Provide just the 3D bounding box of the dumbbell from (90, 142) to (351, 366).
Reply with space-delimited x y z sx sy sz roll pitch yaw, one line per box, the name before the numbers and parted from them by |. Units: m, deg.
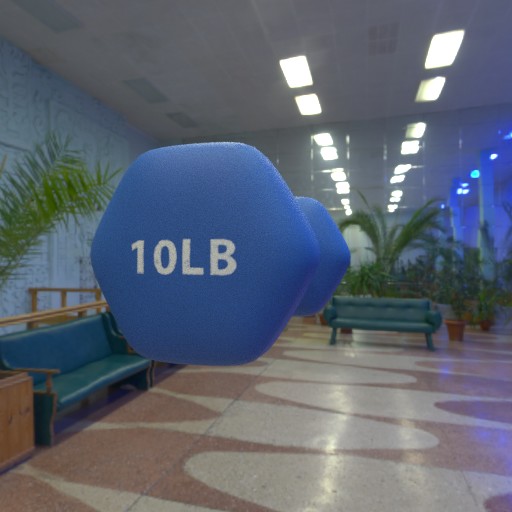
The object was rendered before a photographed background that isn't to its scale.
dumbbell | 0.000 0.000 0.272 0.103 0.093 0.212 0 0 17
